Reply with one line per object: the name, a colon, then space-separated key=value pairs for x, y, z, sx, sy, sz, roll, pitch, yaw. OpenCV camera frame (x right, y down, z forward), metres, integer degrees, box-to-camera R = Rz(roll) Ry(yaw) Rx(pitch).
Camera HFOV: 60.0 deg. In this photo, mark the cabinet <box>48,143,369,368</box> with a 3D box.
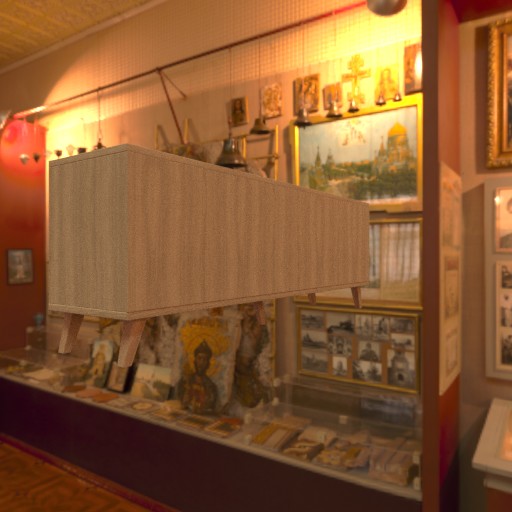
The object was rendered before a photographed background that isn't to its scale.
cabinet: x=0.000 y=0.000 z=2.547 sx=0.499 sy=0.779 sz=2.198 roll=0 pitch=0 yaw=36
